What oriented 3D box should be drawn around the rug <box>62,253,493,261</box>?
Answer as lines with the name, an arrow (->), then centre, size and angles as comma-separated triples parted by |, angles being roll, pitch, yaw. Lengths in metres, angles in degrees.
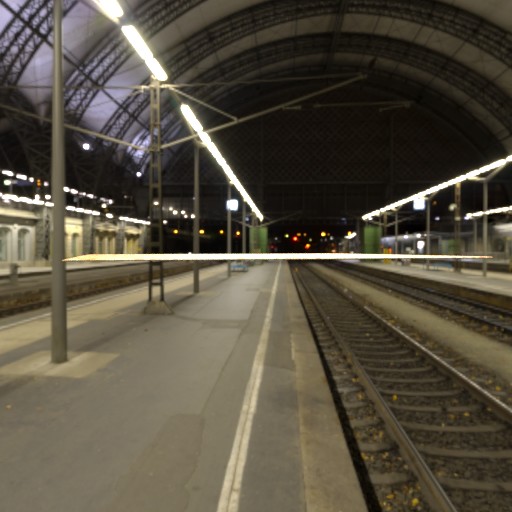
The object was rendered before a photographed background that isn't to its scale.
rug -> 0.000, 0.000, 4.097 | 3.050, 0.011, 2.441 | 0, 1, -18
